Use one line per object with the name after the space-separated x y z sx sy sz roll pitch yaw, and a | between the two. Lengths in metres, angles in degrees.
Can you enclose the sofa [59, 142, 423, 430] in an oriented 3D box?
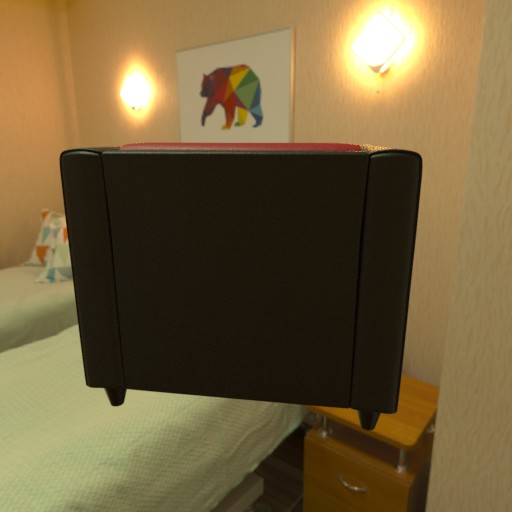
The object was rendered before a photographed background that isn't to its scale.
0.000 0.000 1.453 0.839 0.724 0.809 2 15 8 | sofa
